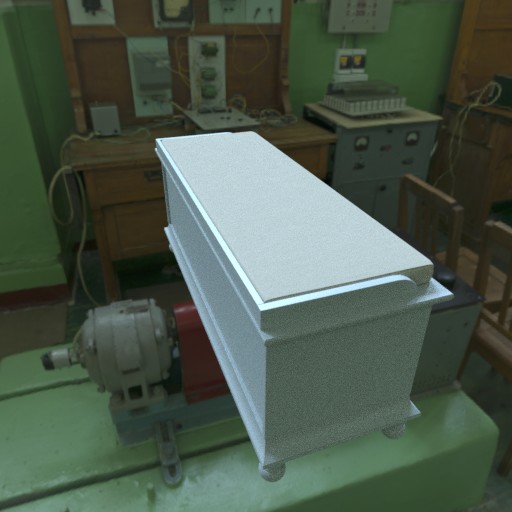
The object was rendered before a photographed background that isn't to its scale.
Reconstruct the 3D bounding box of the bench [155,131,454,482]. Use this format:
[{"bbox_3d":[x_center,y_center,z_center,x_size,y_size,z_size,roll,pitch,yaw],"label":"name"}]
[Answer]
[{"bbox_3d":[0.000,0.000,1.394,0.402,0.486,1.185,-10,32,-17],"label":"bench"}]
